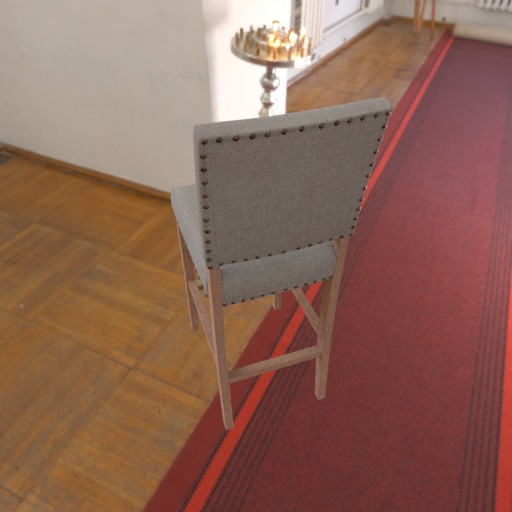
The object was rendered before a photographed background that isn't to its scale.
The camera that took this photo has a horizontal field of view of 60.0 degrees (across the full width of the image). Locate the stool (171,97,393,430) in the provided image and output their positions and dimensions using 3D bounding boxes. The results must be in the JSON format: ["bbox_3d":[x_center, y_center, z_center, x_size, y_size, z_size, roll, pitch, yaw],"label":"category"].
[{"bbox_3d":[0.000,0.000,1.484,0.445,1.203,0.585,-13,43,-14],"label":"stool"}]
